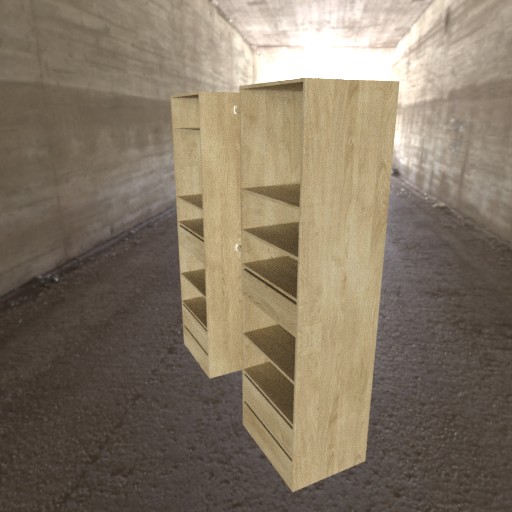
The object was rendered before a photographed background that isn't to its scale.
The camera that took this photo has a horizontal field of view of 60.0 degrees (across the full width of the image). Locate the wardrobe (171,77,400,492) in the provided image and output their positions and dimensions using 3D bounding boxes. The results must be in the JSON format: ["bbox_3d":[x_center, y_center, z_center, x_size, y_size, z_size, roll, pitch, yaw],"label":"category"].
[{"bbox_3d":[0.000,0.000,2.850,0.480,2.000,1.770,-9,19,-26],"label":"wardrobe"}]
